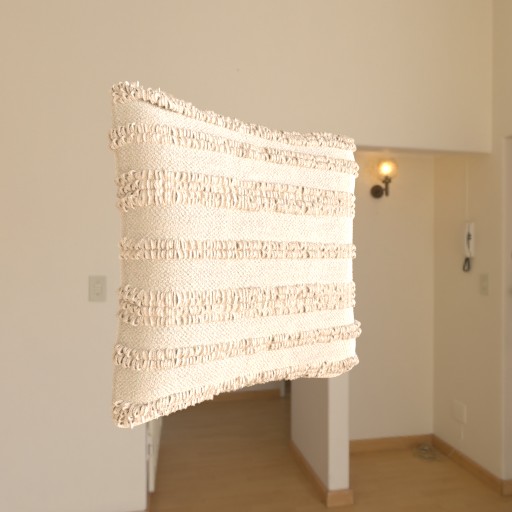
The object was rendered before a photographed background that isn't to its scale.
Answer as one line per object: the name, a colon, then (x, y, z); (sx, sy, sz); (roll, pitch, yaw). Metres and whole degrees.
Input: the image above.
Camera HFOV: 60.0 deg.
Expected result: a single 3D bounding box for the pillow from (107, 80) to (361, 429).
pillow: (0.000, 0.000, 0.658); (0.437, 0.427, 0.145); (0, 0, -37)
